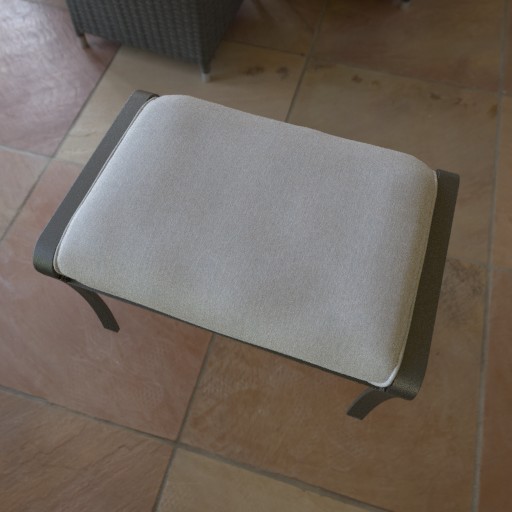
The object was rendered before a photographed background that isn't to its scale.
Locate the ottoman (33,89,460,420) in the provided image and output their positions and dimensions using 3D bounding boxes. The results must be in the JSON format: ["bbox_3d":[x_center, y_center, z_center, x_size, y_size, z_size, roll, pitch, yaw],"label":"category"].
[{"bbox_3d":[0.000,0.000,0.872,0.610,0.422,0.406,17,65,8],"label":"ottoman"}]
